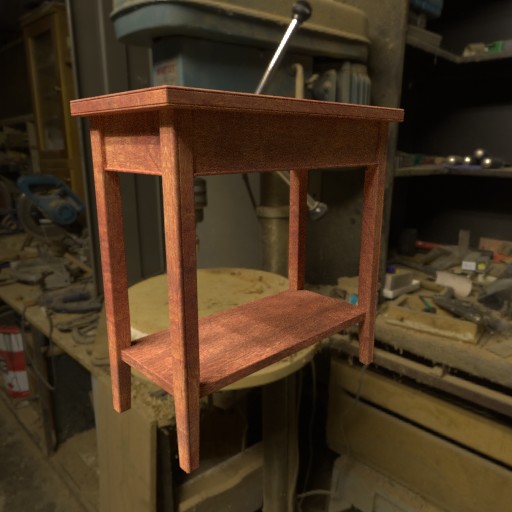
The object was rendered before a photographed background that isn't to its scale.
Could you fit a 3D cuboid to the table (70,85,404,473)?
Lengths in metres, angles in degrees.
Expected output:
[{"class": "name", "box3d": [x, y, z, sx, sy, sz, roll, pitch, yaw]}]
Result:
[{"class": "table", "box3d": [0.000, 0.000, 0.946, 0.610, 0.610, 0.305, -13, 19, -42]}]
